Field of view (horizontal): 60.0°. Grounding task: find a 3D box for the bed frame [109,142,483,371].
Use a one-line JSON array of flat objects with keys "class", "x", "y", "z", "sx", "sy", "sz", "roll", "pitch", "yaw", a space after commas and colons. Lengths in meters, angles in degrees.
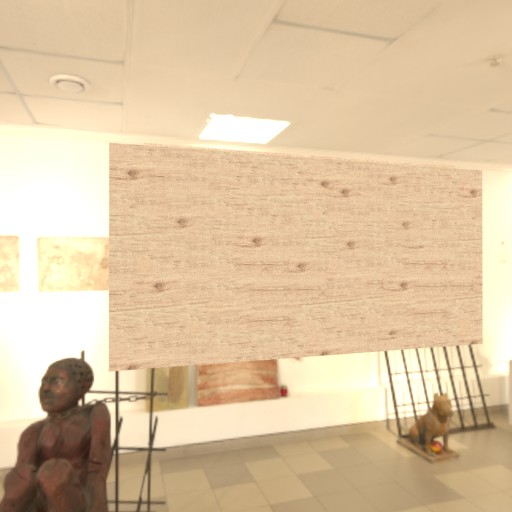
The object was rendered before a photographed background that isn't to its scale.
[{"class": "bed frame", "x": 0.000, "y": 0.000, "z": 3.130, "sx": 1.950, "sy": 0.970, "sz": 2.080, "roll": 0, "pitch": 0, "yaw": -18}]
